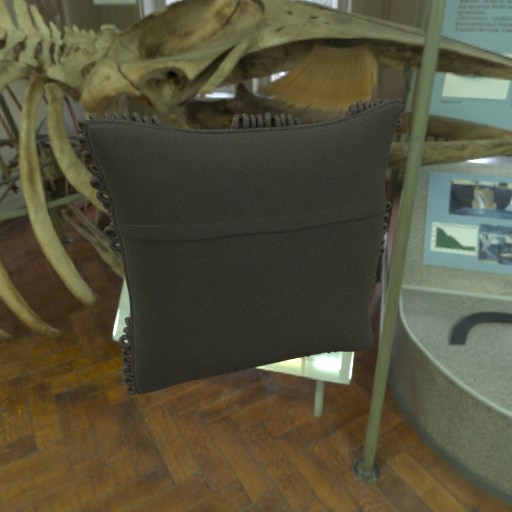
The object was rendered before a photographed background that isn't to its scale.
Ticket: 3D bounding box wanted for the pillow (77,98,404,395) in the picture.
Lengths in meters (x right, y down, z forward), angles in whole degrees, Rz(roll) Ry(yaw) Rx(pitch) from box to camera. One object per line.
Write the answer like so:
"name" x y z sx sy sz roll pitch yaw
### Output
"pillow" 0.000 0.000 0.712 0.470 0.467 0.172 -8 29 -14
